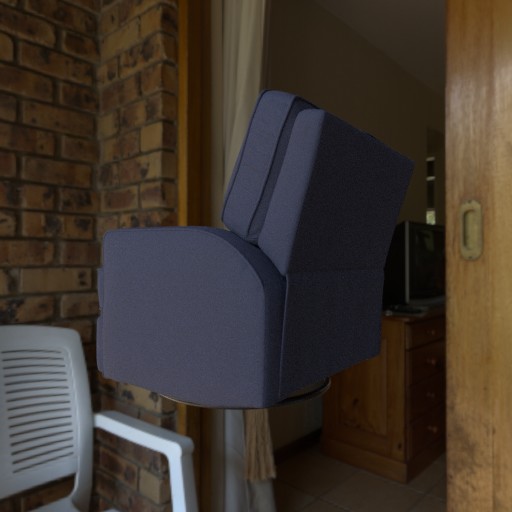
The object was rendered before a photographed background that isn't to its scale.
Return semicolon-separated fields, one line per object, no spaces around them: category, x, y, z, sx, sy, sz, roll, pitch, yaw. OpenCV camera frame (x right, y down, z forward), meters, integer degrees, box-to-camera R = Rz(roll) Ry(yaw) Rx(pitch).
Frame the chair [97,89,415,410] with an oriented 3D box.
chair;0.000;0.000;1.668;0.964;0.962;0.861;0;-1;37
